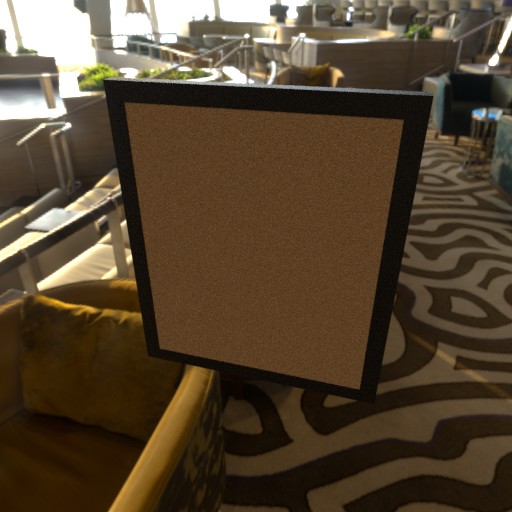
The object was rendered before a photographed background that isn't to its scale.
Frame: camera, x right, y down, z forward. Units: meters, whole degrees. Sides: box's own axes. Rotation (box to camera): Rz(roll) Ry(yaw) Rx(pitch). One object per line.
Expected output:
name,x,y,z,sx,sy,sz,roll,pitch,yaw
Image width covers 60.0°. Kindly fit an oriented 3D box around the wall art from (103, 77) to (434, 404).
wall art,0.000,0.000,0.699,0.432,0.508,0.025,8,31,14
